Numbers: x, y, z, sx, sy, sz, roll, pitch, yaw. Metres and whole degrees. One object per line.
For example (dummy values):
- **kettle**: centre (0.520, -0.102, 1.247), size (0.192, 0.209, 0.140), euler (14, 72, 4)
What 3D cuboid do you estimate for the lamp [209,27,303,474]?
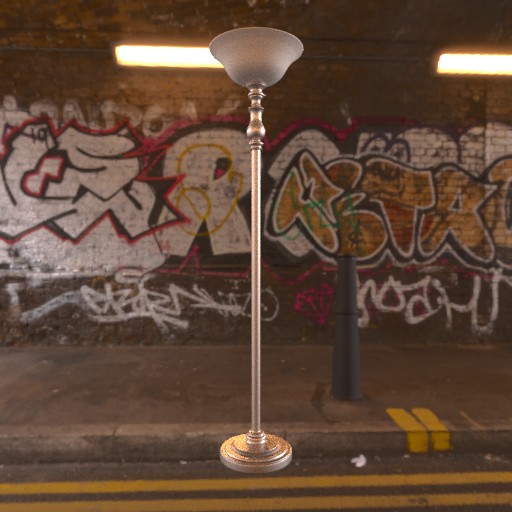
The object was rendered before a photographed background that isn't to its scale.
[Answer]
- **lamp**: centre (0.000, 0.000, 1.924), size (0.405, 1.771, 0.405), euler (1, 1, 36)
